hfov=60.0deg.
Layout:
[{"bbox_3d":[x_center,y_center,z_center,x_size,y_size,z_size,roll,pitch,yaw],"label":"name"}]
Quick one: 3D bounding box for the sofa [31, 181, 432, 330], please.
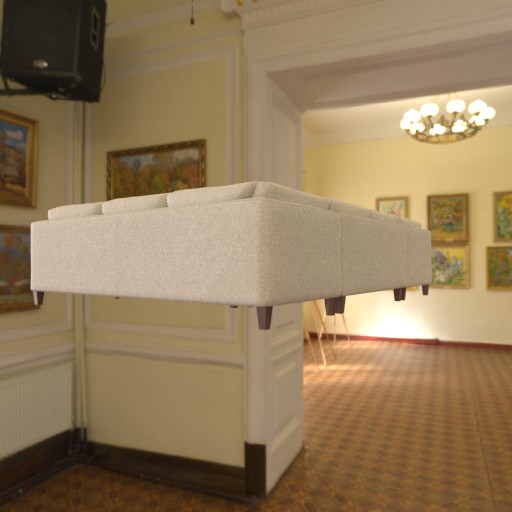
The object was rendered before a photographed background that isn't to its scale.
[{"bbox_3d":[0.000,0.000,4.374,2.551,0.853,3.238,-1,-1,36],"label":"sofa"}]
